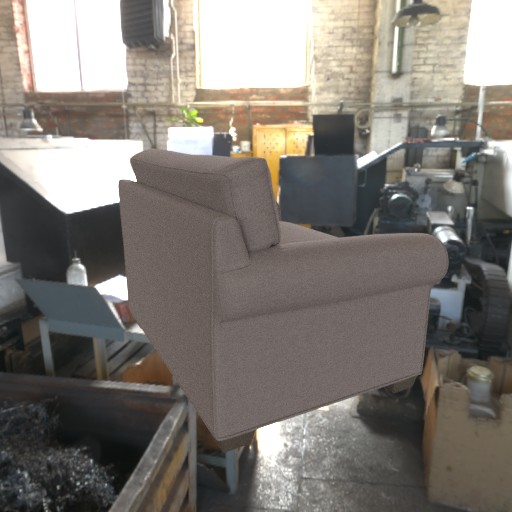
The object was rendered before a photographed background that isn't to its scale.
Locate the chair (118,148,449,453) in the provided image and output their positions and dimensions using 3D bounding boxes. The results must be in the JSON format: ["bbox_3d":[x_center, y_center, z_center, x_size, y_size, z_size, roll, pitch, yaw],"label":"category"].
[{"bbox_3d":[0.000,0.000,2.008,0.930,0.930,1.390,-8,17,-27],"label":"chair"}]
